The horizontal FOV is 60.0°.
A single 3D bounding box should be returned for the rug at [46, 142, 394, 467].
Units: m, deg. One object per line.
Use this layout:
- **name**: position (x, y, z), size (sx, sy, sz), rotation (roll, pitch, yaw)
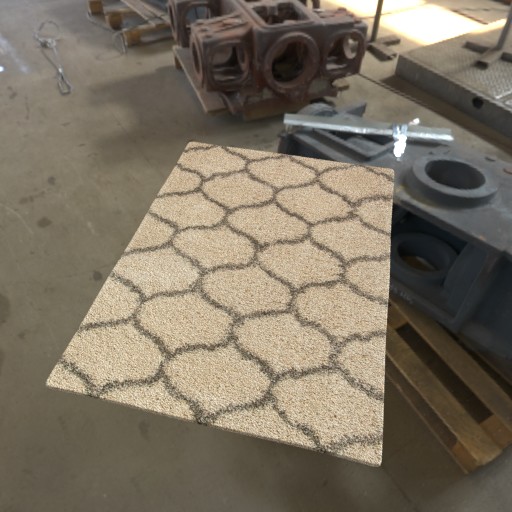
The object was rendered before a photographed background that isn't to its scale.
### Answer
- **rug**: position (0.000, 0.000, 2.033), size (1.200, 0.025, 1.600), rotation (10, 48, 9)
